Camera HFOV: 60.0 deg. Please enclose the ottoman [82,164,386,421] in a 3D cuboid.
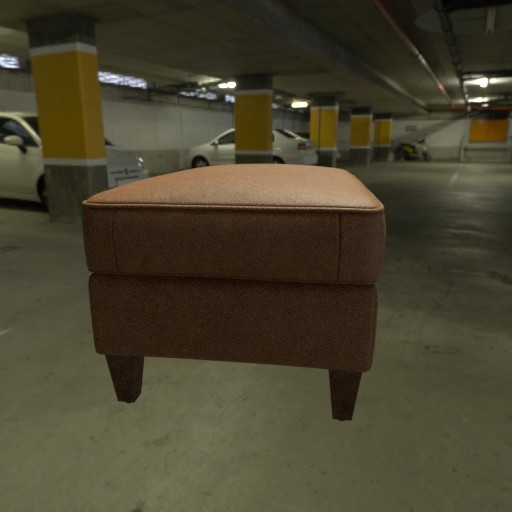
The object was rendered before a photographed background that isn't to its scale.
[{"bbox_3d":[0.000,0.000,1.219,0.584,0.483,0.864,2,15,8],"label":"ottoman"}]
